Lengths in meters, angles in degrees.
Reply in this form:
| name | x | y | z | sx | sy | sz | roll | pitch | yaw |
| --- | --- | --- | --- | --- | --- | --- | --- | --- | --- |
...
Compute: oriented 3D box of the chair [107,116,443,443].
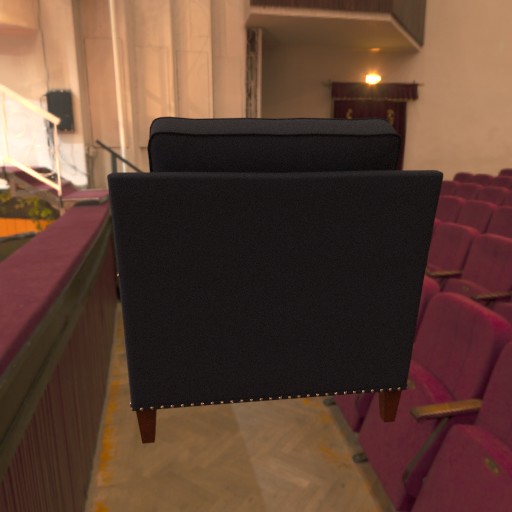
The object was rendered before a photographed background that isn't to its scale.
| name | x | y | z | sx | sy | sz | roll | pitch | yaw |
| --- | --- | --- | --- | --- | --- | --- | --- | --- | --- |
| chair | 0.000 | 0.000 | 1.646 | 0.853 | 0.943 | 1.014 | -2 | 14 | -8 |
